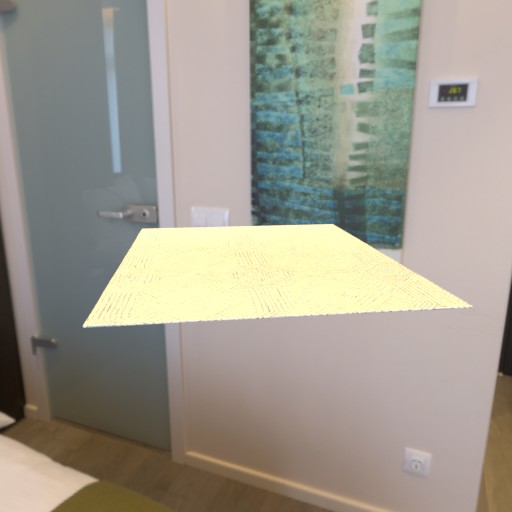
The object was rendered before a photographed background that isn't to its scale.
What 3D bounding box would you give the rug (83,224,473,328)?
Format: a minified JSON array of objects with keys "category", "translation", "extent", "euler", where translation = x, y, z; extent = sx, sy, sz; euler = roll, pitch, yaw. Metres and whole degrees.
[{"category":"rug","translation":[0.000,0.000,4.201],"extent":[2.457,0.015,3.049],"euler":[-2,14,-7]}]
